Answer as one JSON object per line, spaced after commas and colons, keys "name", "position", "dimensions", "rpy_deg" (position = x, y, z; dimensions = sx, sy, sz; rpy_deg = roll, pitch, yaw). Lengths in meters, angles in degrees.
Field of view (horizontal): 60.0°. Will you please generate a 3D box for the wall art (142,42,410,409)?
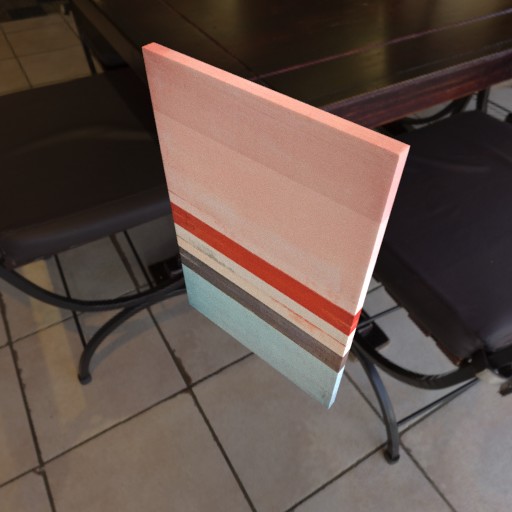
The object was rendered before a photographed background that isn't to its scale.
{"name": "wall art", "position": [0.000, 0.000, 1.156], "dimensions": [0.610, 0.914, 0.038], "rpy_deg": [32, 55, 26]}
